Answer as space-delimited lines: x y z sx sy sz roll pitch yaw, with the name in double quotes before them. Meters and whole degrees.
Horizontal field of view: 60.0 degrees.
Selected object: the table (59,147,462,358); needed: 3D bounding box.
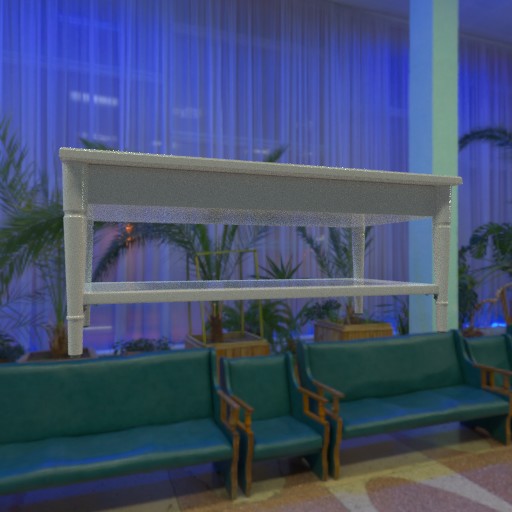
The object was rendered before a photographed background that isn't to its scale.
"table" 0.000 0.000 1.371 1.067 0.457 0.559 0 0 -19
